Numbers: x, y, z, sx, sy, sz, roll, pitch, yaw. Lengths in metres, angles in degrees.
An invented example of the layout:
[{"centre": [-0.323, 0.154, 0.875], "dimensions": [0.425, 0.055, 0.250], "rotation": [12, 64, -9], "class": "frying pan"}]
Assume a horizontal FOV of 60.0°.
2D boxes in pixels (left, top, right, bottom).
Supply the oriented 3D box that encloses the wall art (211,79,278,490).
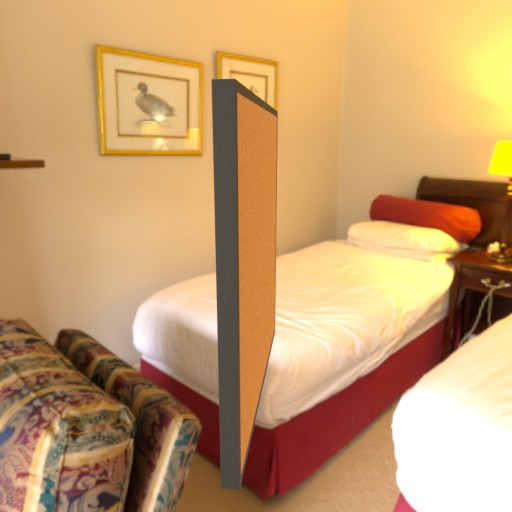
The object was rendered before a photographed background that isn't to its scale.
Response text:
[{"centre": [0.000, 0.000, 1.150], "dimensions": [0.038, 0.763, 0.763], "rotation": [2, 15, 7], "class": "wall art"}]
